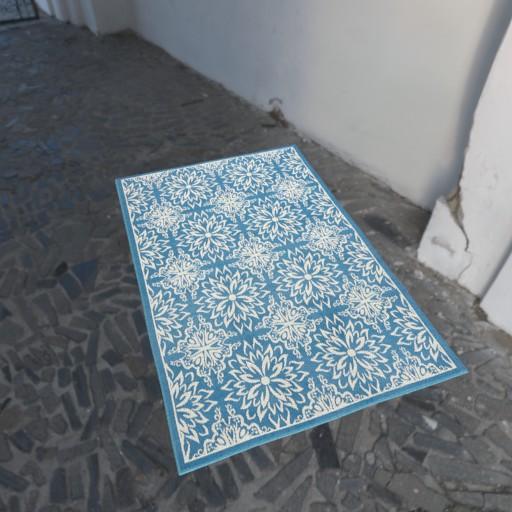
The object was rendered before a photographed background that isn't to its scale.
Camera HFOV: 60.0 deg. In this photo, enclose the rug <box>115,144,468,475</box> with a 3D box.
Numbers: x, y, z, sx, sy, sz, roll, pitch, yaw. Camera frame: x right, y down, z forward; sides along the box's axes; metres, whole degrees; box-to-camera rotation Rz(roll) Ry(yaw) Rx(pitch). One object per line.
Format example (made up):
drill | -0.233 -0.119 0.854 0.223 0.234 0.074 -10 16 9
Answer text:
rug | 0.000 0.000 3.452 1.830 0.018 2.769 -14 47 -13
